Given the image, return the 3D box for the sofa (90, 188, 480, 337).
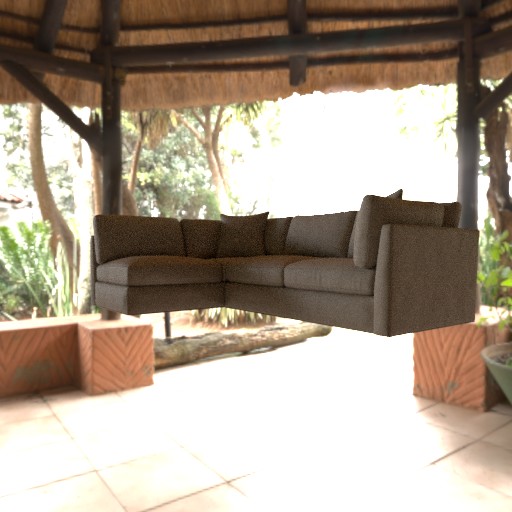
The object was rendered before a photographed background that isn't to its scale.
[{"bbox_3d":[0.000,0.000,3.846,1.994,0.978,2.896,0,1,-37],"label":"sofa"}]
